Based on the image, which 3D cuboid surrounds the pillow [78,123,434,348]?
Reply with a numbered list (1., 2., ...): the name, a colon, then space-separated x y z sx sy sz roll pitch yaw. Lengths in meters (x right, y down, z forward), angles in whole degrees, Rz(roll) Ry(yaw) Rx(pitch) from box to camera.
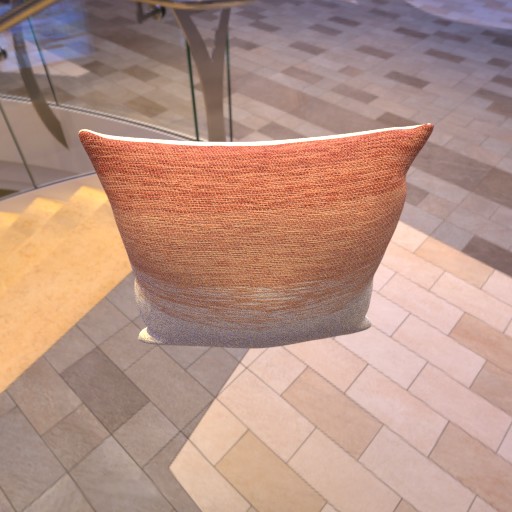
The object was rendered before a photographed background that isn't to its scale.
1. pillow: 0.000 0.000 0.681 0.440 0.441 0.182 -3 45 -3
